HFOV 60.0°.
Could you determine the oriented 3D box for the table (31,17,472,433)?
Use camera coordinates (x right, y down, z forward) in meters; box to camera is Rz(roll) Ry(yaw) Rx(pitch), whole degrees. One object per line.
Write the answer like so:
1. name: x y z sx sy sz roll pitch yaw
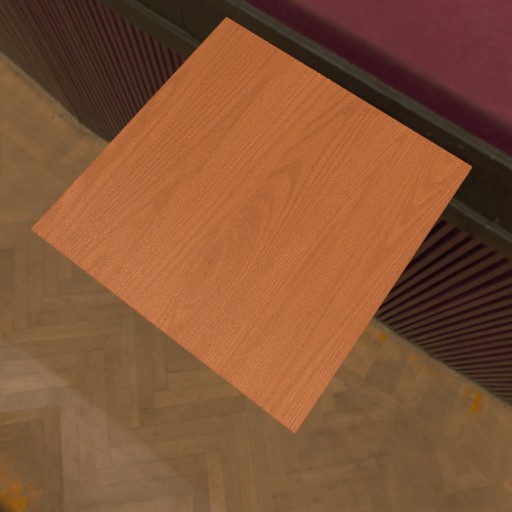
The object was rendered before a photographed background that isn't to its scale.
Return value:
1. table: 0.000 0.000 0.825 0.400 0.550 0.400 35 77 9
